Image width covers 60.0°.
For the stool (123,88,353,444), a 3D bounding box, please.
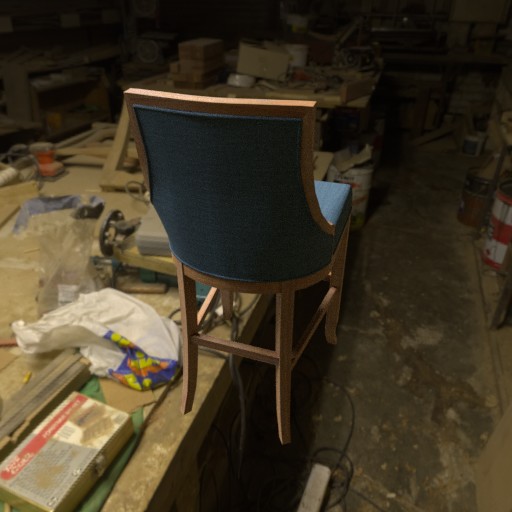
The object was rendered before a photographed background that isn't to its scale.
[{"bbox_3d":[0.000,0.000,1.443,0.524,1.101,0.626,10,32,16],"label":"stool"}]
